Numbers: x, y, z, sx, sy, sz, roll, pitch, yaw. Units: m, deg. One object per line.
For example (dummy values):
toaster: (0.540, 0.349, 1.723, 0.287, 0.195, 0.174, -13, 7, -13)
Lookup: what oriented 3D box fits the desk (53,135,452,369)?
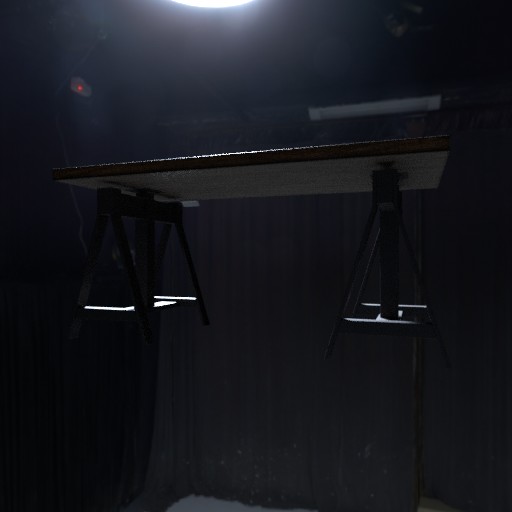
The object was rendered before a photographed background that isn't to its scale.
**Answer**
desk: (0.000, 0.000, 1.962, 1.543, 0.725, 0.784, 0, 0, 20)
